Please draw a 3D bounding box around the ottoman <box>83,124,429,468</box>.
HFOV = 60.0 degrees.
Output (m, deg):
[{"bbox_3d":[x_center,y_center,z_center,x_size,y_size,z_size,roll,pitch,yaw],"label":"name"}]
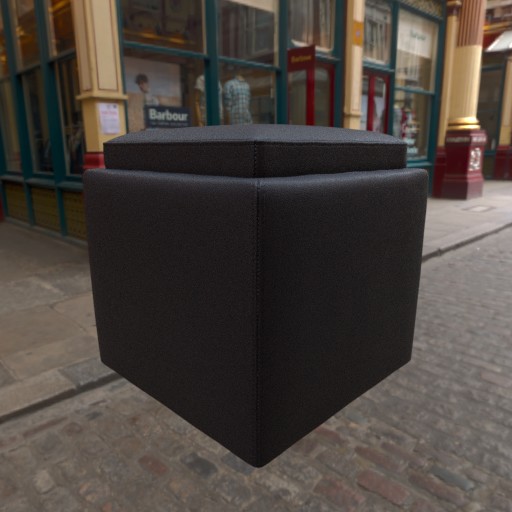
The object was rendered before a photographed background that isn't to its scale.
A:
[{"bbox_3d":[0.000,0.000,0.820,0.450,0.460,0.451,13,19,43],"label":"ottoman"}]
